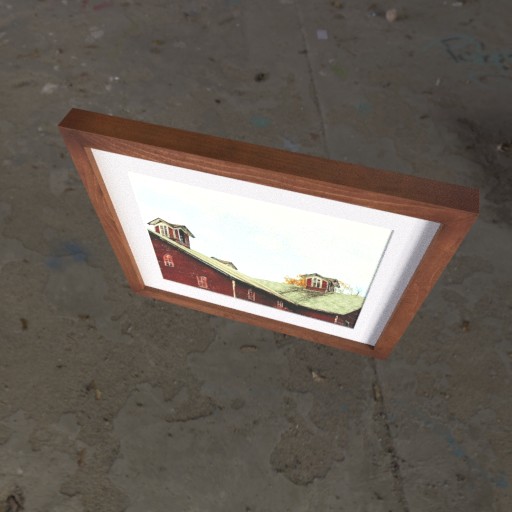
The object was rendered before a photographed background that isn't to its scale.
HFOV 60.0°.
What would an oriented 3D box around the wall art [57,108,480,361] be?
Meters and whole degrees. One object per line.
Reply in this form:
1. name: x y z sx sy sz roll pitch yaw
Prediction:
1. wall art: 0.000 0.000 0.548 0.401 0.328 0.030 14 56 9
